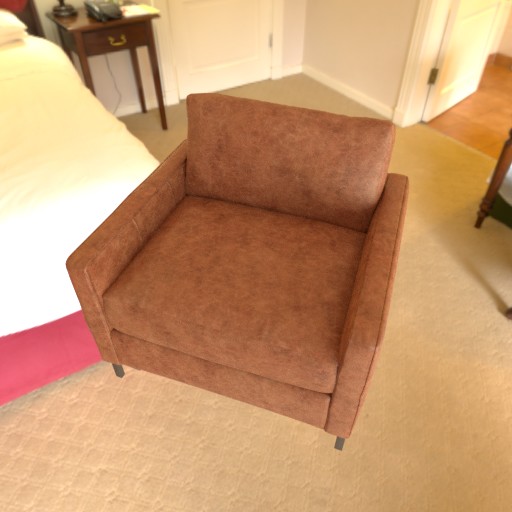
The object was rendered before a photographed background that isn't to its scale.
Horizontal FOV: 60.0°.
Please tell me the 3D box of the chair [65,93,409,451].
[{"bbox_3d":[0.000,0.000,1.615,0.967,0.869,0.862,13,44,14],"label":"chair"}]
